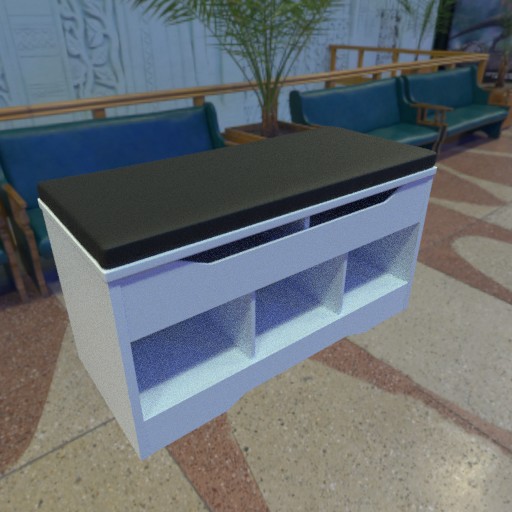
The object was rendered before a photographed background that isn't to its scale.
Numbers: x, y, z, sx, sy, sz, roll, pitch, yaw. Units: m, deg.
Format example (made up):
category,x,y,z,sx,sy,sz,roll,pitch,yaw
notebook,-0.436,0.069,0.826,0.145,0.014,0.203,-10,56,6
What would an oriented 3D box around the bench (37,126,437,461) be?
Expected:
category,x,y,z,sx,sy,sz,roll,pitch,yaw
bench,0.000,0.000,1.166,0.899,0.500,0.401,-20,35,-32
